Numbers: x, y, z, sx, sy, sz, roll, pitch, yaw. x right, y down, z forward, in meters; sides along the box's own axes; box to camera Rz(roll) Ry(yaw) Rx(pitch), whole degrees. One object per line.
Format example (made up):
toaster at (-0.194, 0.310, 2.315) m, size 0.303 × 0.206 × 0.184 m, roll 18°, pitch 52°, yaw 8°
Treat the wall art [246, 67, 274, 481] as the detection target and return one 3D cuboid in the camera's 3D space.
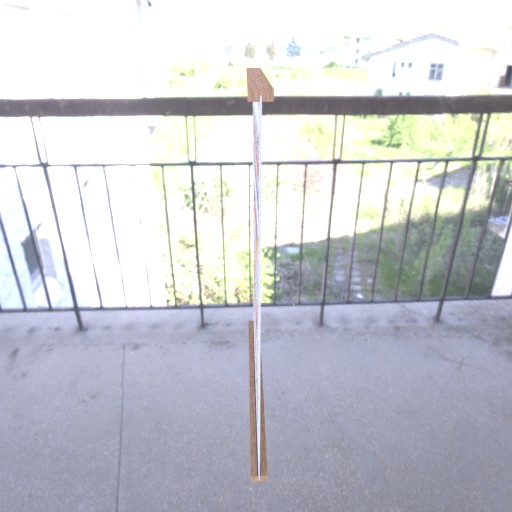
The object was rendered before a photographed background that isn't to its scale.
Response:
wall art at (0.000, 0.000, 0.805) m, size 0.028 × 0.609 × 0.456 m, roll -1°, pitch 26°, yaw -1°
